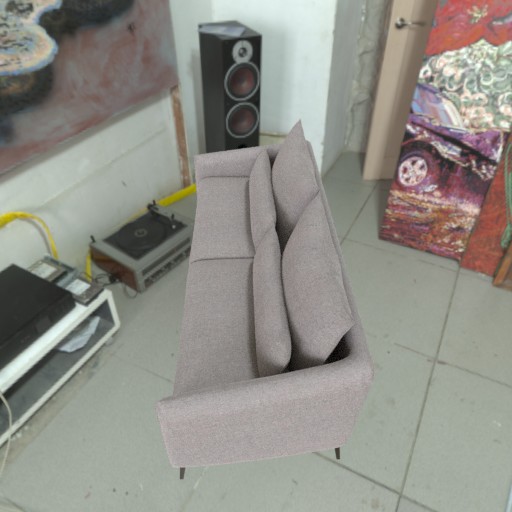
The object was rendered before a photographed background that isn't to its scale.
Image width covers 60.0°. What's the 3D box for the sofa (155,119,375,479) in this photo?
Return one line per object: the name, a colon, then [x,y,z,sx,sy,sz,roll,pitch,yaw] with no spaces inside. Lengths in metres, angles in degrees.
sofa: [0.000,0.000,2.416,0.809,0.833,2.022,-1,40,-1]
